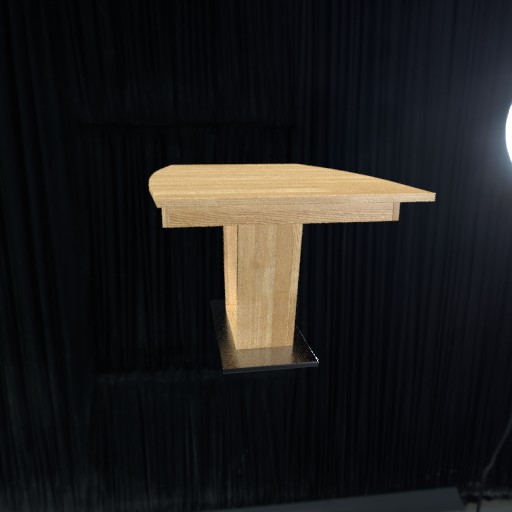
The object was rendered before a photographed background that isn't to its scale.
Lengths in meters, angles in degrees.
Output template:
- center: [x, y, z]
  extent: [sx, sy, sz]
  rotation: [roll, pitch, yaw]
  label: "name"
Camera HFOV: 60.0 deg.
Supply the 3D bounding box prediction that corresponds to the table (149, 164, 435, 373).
- center: [0.000, 0.000, 2.053]
  extent: [0.900, 0.748, 1.598]
  rotation: [-2, 15, -9]
  label: "table"
